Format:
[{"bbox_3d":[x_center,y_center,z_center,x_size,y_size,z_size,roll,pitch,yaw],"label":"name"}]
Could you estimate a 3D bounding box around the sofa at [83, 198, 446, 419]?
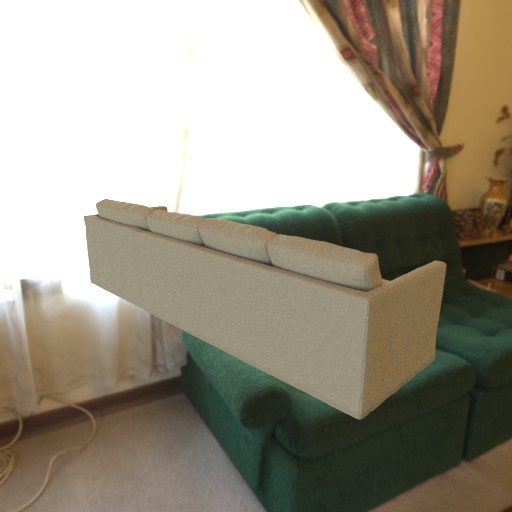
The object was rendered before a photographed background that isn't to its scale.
[{"bbox_3d":[0.000,0.000,3.853,3.177,0.867,1.622,15,22,43],"label":"sofa"}]
